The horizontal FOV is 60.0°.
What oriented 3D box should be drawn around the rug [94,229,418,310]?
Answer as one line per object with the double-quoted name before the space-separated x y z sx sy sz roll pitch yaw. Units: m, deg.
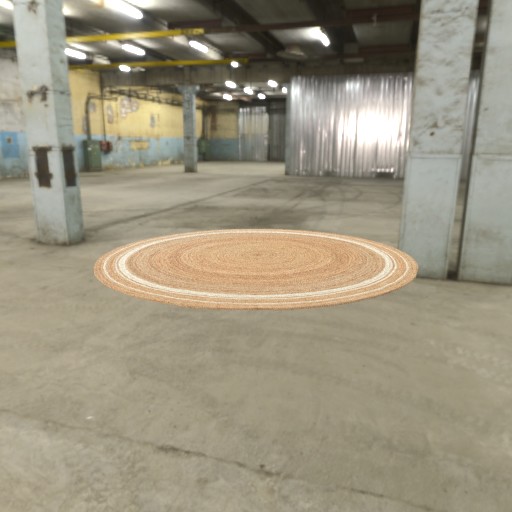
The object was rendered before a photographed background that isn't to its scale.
"rug" 0.000 0.000 3.543 2.444 0.015 2.444 0 13 0
